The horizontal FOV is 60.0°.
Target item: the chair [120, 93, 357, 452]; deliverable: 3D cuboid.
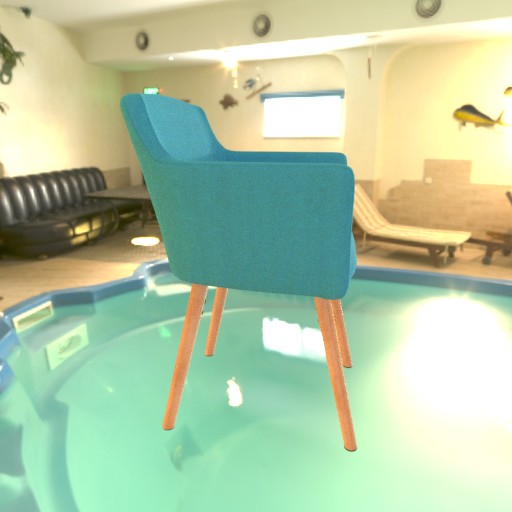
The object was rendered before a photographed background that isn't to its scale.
[{"bbox_3d":[0.000,0.000,1.132,0.540,0.780,0.570,3,16,9],"label":"chair"}]
